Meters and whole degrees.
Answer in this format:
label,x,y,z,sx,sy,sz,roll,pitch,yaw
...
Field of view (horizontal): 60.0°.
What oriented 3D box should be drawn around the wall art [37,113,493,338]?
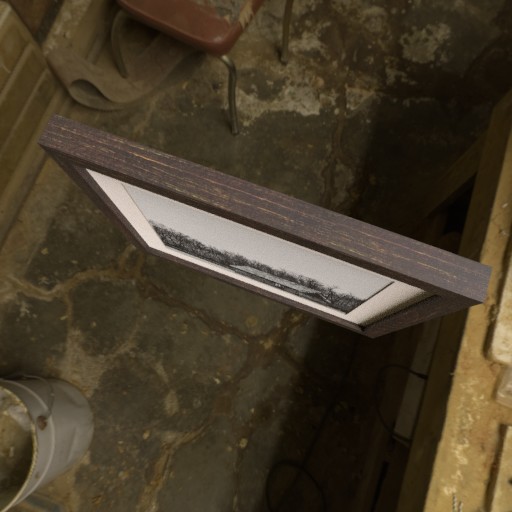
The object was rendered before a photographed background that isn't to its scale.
label,x,y,z,sx,sy,sz,roll,pitch,yaw
wall art,0.000,0.000,0.517,0.381,0.330,0.031,20,76,5
